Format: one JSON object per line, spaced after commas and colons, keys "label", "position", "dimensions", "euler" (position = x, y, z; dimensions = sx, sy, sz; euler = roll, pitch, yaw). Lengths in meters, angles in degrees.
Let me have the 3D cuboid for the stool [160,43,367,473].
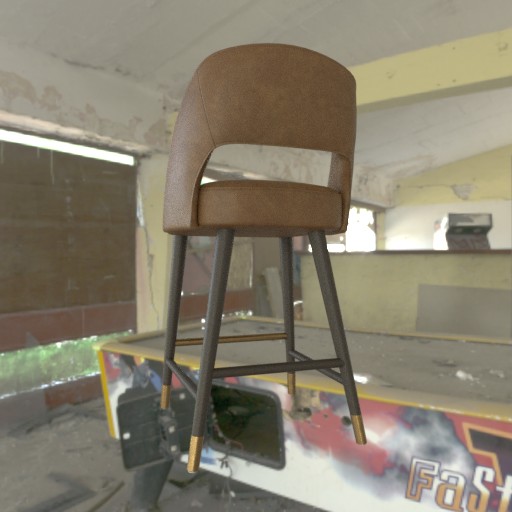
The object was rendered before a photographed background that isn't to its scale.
{"label": "stool", "position": [0.000, 0.000, 1.218], "dimensions": [0.494, 0.940, 0.509], "euler": [0, 0, -19]}
